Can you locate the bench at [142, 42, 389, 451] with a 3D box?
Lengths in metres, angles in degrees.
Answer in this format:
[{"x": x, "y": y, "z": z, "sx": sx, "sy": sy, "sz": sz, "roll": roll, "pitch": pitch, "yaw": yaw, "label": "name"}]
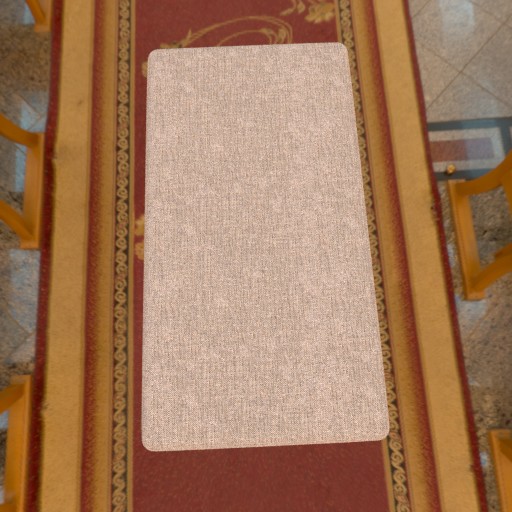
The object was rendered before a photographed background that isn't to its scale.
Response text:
[{"x": 0.000, "y": 0.000, "z": 0.935, "sx": 0.366, "sy": 0.467, "sz": 0.681, "roll": -3, "pitch": 76, "yaw": -1, "label": "bench"}]
